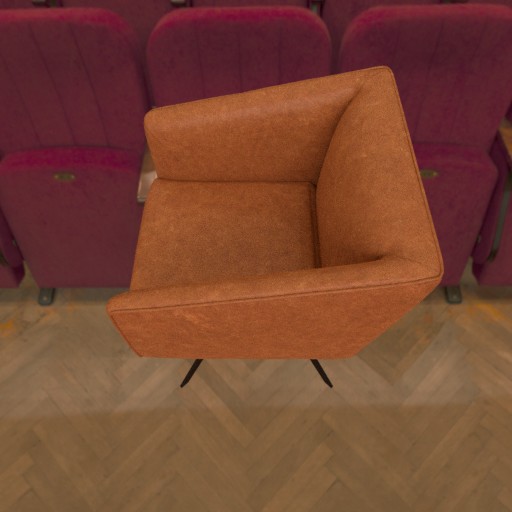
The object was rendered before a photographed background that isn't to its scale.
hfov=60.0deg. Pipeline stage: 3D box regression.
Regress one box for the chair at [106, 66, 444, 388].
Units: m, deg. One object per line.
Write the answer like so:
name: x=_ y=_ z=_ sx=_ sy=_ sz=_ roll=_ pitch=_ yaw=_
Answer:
chair: x=0.000 y=0.000 z=1.192 sx=0.625 sy=0.760 sz=0.588 roll=0 pitch=57 yaw=0
